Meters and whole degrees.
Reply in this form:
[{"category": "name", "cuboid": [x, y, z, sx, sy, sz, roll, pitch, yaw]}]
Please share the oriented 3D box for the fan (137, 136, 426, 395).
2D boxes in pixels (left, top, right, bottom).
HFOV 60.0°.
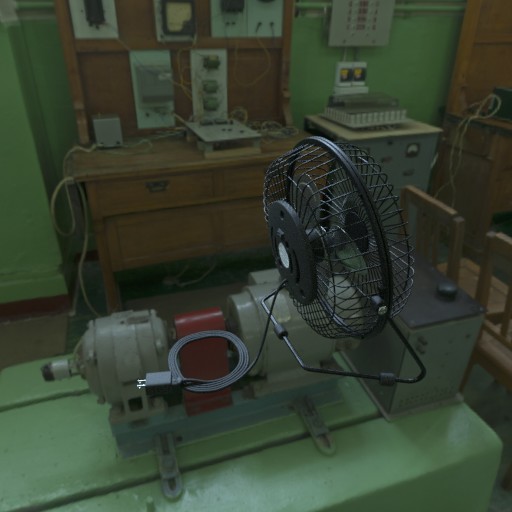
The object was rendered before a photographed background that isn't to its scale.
[{"category": "fan", "cuboid": [0.000, 0.000, 0.378, 0.227, 0.188, 0.209, -10, 31, -17]}]
